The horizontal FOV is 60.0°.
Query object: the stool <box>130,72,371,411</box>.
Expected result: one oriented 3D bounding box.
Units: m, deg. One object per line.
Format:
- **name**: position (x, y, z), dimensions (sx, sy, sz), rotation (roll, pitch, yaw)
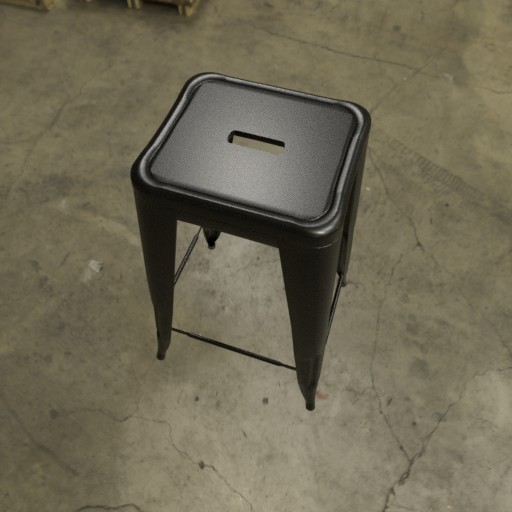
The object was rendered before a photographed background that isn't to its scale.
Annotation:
- **stool**: position (0.000, 0.000, 0.874), dimensions (0.399, 0.609, 0.359), rotation (16, 60, 9)
